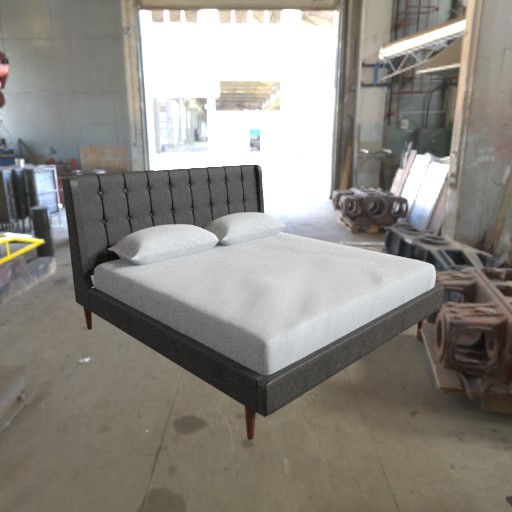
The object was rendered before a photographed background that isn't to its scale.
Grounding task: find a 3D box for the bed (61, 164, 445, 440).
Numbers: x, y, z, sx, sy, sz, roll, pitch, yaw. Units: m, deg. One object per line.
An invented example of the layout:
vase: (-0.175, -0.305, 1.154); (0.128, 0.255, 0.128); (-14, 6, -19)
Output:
bed: (0.000, 0.000, 3.243); (1.903, 1.158, 2.031); (-15, 21, -43)
